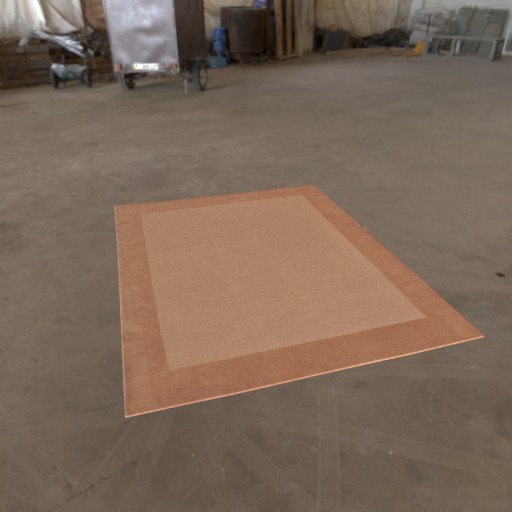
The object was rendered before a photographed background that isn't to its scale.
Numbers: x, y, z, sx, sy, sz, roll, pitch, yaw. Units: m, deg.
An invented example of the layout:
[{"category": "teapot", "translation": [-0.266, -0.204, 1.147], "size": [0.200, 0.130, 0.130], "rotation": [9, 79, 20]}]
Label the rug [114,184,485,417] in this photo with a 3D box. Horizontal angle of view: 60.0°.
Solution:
[{"category": "rug", "translation": [0.000, 0.000, 4.041], "size": [2.431, 0.021, 3.057], "rotation": [-8, 31, -14]}]
